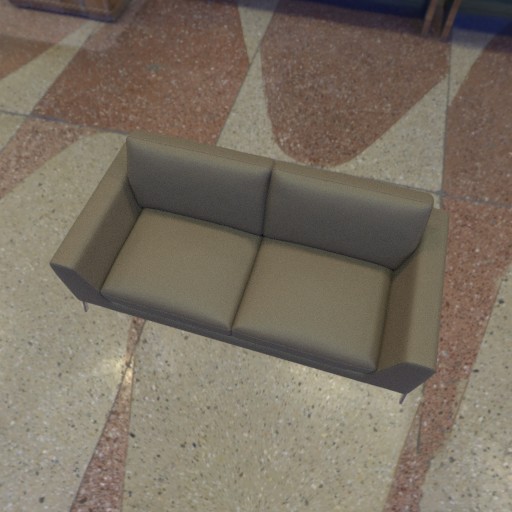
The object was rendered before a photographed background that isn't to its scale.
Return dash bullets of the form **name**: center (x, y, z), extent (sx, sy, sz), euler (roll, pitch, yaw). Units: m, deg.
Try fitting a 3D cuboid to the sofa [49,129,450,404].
- **sofa**: center (0.000, 0.000, 2.542), extent (2.017, 0.875, 0.953), euler (14, 60, 9)
